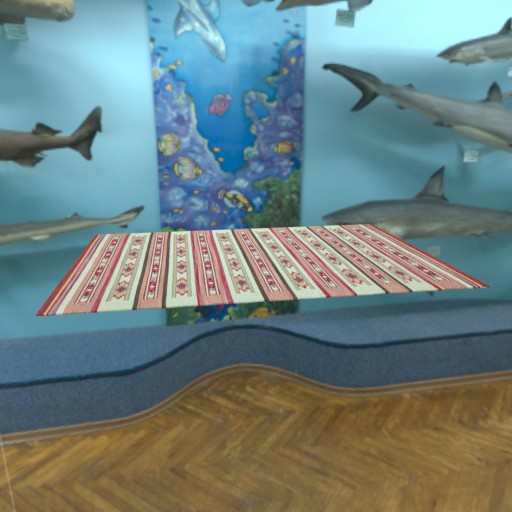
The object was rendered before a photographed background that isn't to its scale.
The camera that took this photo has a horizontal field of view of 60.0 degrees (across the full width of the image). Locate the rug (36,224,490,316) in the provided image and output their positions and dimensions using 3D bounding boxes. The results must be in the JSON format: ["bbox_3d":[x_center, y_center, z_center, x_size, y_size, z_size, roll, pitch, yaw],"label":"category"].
[{"bbox_3d":[0.000,0.000,2.316,1.817,0.008,1.223,-3,17,-9],"label":"rug"}]
